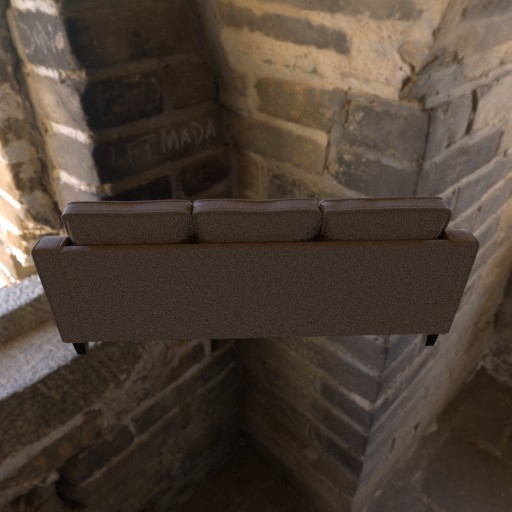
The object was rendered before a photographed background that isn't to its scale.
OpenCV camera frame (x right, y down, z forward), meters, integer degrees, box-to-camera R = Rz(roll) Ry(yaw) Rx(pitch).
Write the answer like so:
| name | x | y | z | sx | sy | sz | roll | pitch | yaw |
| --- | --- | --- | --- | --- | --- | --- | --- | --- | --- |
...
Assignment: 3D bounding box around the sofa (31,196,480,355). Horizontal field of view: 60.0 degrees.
| name | x | y | z | sx | sy | sz | roll | pitch | yaw |
| --- | --- | --- | --- | --- | --- | --- | --- | --- | --- |
| sofa | 0.000 | 0.000 | 2.570 | 2.131 | 0.902 | 0.791 | -1 | 31 | -2 |
